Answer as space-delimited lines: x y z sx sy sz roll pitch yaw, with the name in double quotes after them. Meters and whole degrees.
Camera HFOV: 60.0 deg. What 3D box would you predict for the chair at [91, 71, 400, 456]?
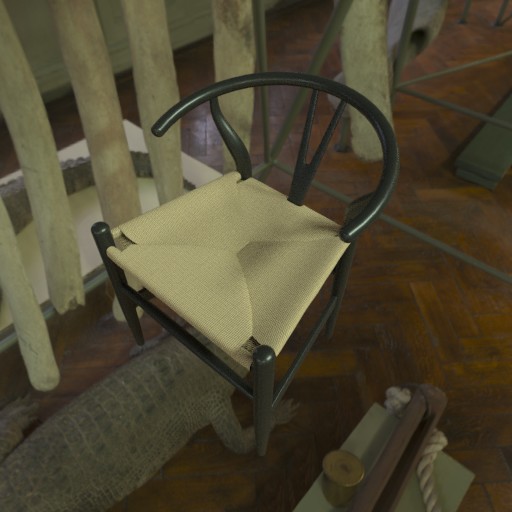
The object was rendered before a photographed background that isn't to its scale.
0.000 0.000 1.149 0.570 0.739 0.570 33 55 27 "chair"
